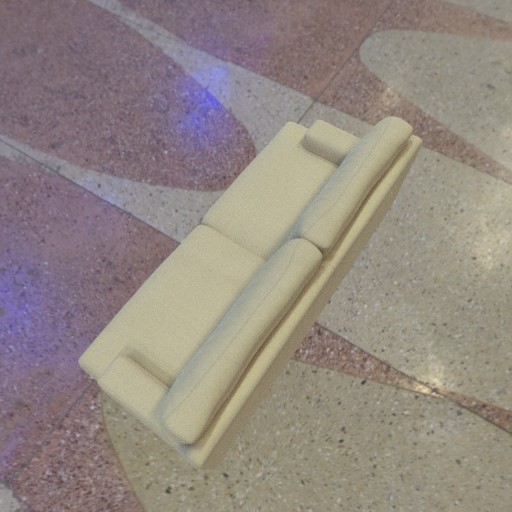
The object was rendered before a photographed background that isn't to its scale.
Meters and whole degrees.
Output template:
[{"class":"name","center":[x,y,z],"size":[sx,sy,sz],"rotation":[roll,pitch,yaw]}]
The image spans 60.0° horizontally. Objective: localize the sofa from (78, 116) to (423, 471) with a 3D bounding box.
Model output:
[{"class":"sofa","center":[0.000,0.000,2.585],"size":[0.929,0.925,2.147],"rotation":[32,67,15]}]
